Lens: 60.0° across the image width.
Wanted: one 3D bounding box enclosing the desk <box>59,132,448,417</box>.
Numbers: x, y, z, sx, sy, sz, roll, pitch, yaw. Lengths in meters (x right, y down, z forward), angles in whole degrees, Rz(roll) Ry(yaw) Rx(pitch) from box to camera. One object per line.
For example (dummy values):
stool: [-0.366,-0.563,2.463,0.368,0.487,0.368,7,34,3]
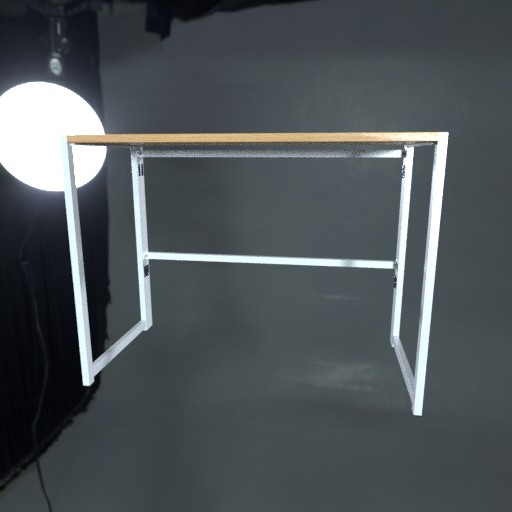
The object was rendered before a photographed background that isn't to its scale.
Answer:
desk: [0.000,0.000,1.464,1.016,0.762,0.508,2,13,9]
